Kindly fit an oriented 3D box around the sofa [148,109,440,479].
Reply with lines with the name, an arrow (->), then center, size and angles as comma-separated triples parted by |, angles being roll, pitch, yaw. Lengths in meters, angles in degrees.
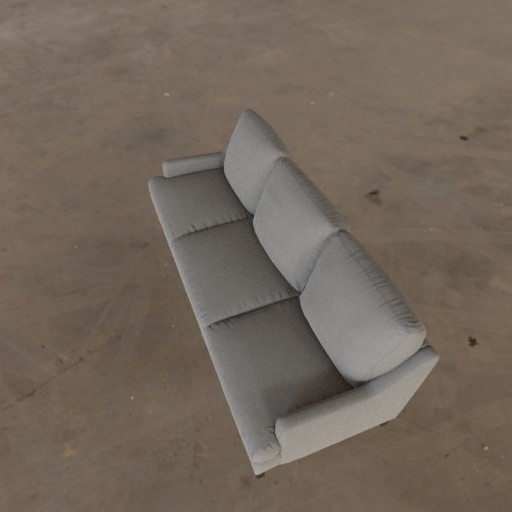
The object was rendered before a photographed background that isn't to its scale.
sofa -> 0.000, 0.000, 2.899 | 0.987, 0.926, 2.344 | -16, 48, -15
